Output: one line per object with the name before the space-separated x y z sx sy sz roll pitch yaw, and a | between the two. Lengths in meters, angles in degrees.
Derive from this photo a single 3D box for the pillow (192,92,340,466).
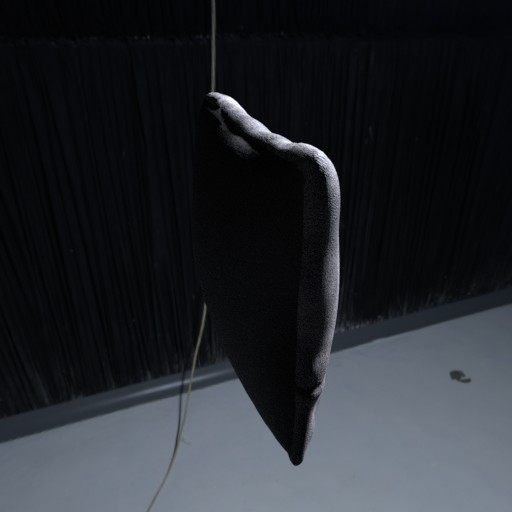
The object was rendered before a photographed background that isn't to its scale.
pillow | 0.000 0.000 0.809 0.204 0.520 0.522 -10 31 -17
